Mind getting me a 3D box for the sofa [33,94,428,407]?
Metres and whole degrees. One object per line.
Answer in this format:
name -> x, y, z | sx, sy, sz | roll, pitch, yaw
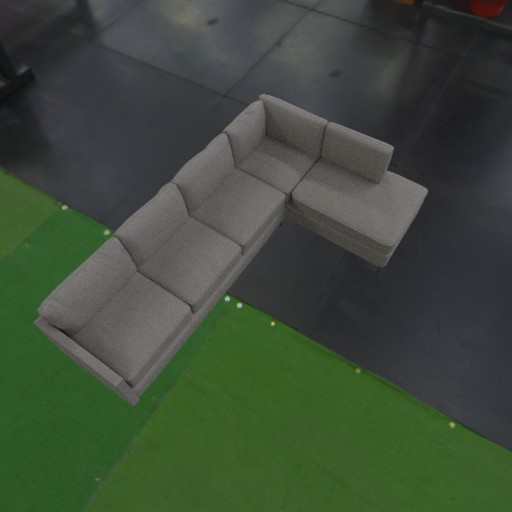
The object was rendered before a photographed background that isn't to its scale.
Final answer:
sofa -> 0.000, 0.000, 4.185 | 2.077, 0.964, 3.331 | 30, 62, 18
